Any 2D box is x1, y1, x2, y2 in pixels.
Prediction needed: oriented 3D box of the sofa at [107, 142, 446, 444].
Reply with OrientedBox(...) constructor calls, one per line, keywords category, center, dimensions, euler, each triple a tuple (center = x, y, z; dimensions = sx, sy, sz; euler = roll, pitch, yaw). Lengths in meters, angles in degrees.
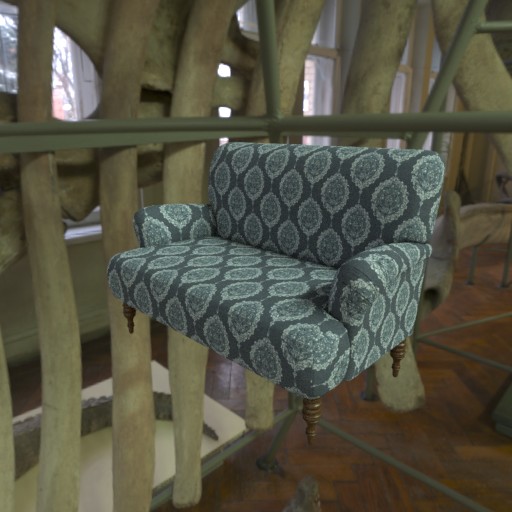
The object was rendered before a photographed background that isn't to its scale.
OrientedBox(category="sofa", center=(0.000, 0.000, 1.833), dimensions=(1.297, 0.867, 0.779), euler=(16, 23, 43))
